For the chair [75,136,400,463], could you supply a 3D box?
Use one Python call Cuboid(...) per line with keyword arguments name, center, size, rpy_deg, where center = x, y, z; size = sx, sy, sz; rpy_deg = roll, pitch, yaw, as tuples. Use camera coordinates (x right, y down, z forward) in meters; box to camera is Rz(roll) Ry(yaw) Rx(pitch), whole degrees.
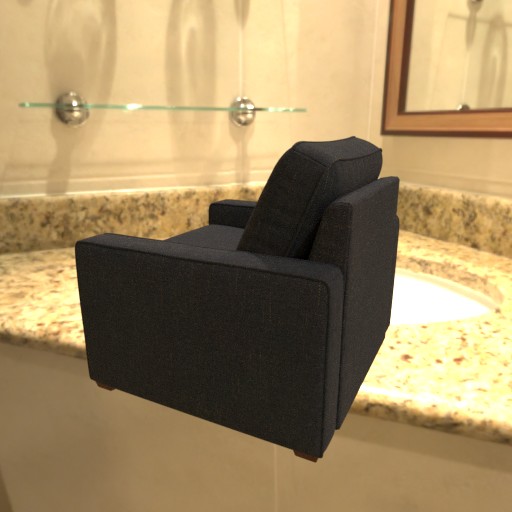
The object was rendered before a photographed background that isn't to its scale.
Cuboid(name="chair", center=(0.000, 0.000, 1.769), size=(0.940, 0.919, 1.017), rpy_deg=(8, 18, 26))
